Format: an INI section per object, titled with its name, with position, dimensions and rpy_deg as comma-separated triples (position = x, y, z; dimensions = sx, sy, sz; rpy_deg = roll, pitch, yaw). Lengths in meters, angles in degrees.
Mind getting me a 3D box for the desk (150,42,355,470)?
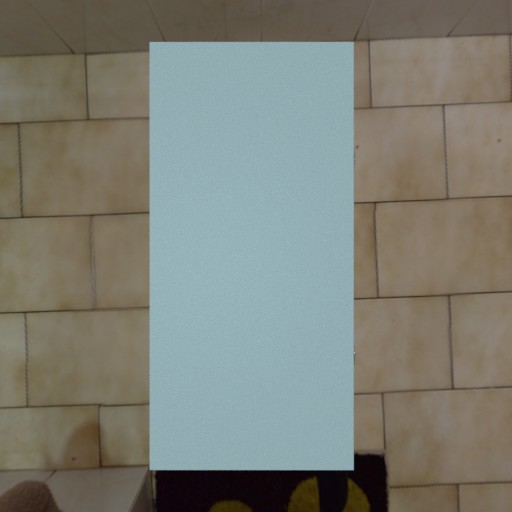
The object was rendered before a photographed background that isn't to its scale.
[desk]
position = 0.000, 0.000, 1.484
dimensions = 0.525, 0.780, 1.057
rpy_deg = 0, 90, 0
